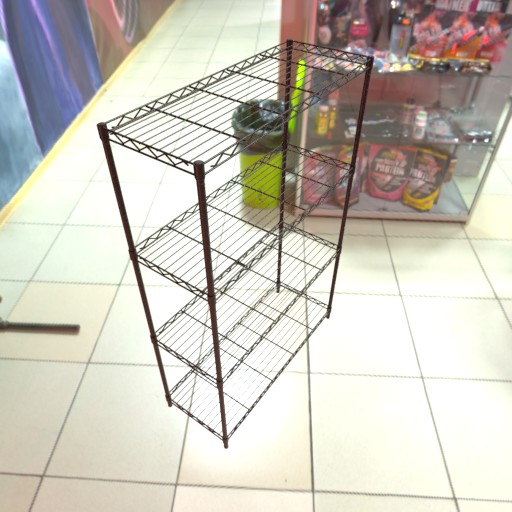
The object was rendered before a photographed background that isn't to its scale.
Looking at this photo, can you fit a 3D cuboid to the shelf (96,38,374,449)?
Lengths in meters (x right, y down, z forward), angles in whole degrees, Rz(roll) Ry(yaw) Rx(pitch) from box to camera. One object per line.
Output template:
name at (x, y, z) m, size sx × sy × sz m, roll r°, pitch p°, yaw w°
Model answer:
shelf at (0.000, 0.000, 1.768) m, size 0.352 × 1.361 × 0.907 m, roll 26°, pitch 48°, yaw 26°
